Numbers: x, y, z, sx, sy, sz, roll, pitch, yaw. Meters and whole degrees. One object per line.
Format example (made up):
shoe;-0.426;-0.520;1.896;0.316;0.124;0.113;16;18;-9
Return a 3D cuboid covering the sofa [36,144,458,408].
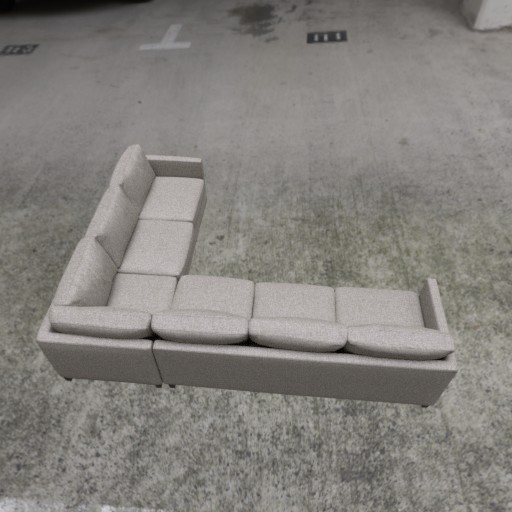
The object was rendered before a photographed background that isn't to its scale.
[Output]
sofa;0.000;0.000;4.412;3.302;0.947;2.593;3;47;3
